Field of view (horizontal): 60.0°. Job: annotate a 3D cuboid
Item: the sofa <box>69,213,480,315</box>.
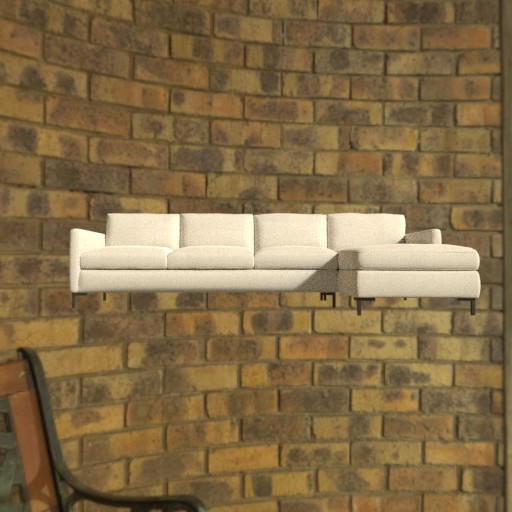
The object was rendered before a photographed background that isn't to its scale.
[{"bbox_3d":[0.000,0.000,2.950,2.445,0.677,1.126,0,-1,0],"label":"sofa"}]
